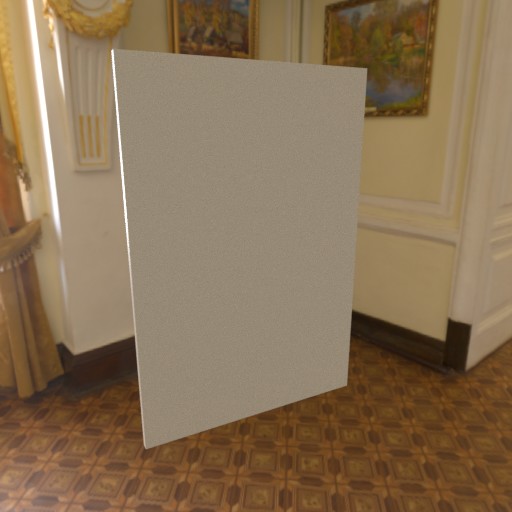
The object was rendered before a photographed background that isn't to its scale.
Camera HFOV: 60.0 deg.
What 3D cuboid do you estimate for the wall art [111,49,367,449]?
[{"bbox_3d":[0.000,0.000,0.582,0.325,0.474,0.010,-8,18,-26],"label":"wall art"}]
